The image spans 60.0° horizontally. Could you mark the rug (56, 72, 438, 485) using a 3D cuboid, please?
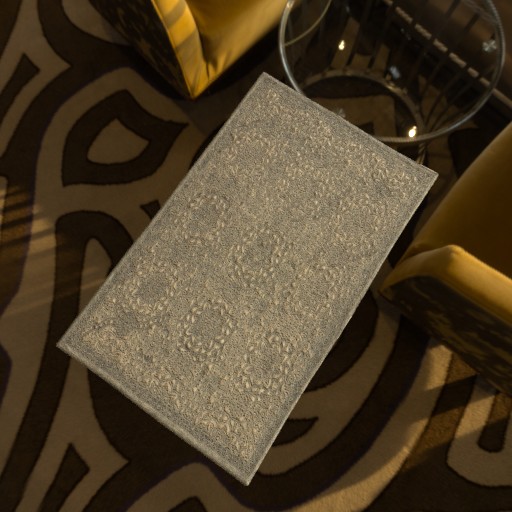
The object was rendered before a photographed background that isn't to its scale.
[{"bbox_3d":[0.000,0.000,3.077,1.535,0.022,2.498,33,79,7],"label":"rug"}]
